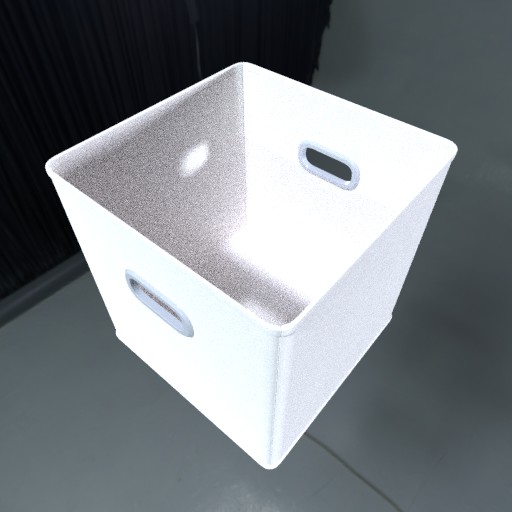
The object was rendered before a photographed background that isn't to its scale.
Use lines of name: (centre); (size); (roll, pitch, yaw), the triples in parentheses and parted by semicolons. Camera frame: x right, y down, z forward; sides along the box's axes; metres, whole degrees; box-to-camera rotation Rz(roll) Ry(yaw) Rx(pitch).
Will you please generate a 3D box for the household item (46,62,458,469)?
household item: (0.000, 0.000, 0.557); (0.305, 0.305, 0.305); (32, 55, 26)
